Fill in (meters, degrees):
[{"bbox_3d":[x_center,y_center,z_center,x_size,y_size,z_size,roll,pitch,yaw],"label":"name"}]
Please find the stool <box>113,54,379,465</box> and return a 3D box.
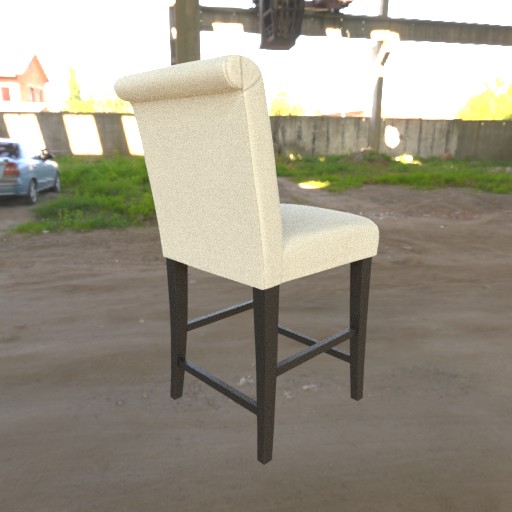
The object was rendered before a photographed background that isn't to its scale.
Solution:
[{"bbox_3d":[0.000,0.000,1.290,0.597,0.976,0.452,-14,20,-42],"label":"stool"}]
